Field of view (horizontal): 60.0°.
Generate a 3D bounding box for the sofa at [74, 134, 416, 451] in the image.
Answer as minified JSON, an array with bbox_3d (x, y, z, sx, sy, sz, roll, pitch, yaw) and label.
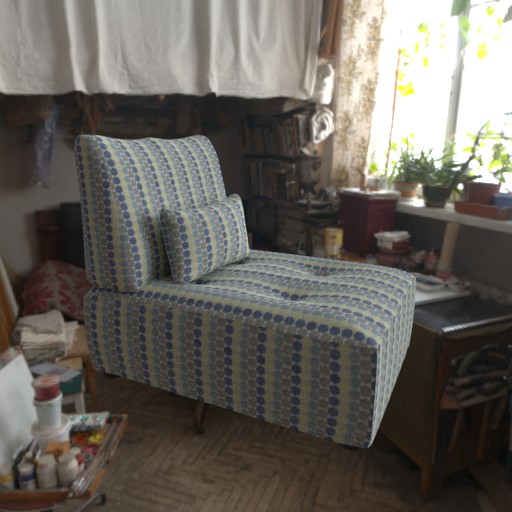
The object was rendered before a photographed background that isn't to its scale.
[{"bbox_3d":[0.000,0.000,1.546,1.000,0.820,0.700,7,17,26],"label":"sofa"}]
